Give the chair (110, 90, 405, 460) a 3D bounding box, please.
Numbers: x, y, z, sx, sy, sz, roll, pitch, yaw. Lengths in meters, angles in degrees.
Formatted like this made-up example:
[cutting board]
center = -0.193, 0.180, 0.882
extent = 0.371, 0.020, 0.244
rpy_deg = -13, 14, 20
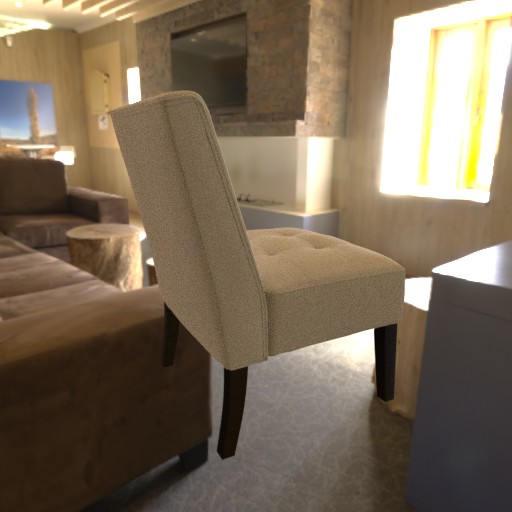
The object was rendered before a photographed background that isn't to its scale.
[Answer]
[chair]
center = 0.000, 0.000, 1.302
extent = 0.676, 0.853, 0.569
rpy_deg = -8, 17, -26
